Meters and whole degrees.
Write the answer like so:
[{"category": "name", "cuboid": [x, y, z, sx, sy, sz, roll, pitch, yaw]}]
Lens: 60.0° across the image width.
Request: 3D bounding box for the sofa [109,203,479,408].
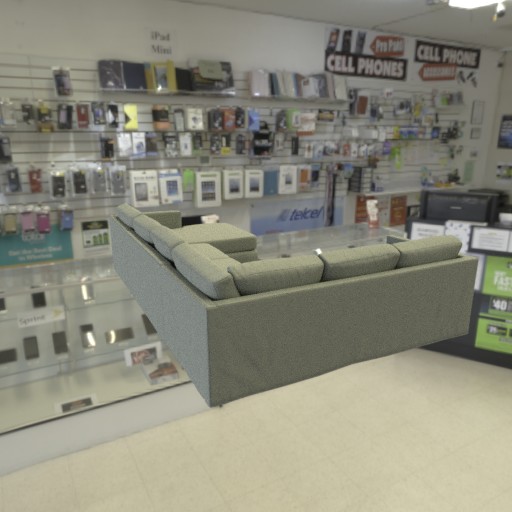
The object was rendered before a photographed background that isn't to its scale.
[{"category": "sofa", "cuboid": [0.000, 0.000, 4.702, 2.427, 0.882, 3.460, -8, 17, -26]}]
